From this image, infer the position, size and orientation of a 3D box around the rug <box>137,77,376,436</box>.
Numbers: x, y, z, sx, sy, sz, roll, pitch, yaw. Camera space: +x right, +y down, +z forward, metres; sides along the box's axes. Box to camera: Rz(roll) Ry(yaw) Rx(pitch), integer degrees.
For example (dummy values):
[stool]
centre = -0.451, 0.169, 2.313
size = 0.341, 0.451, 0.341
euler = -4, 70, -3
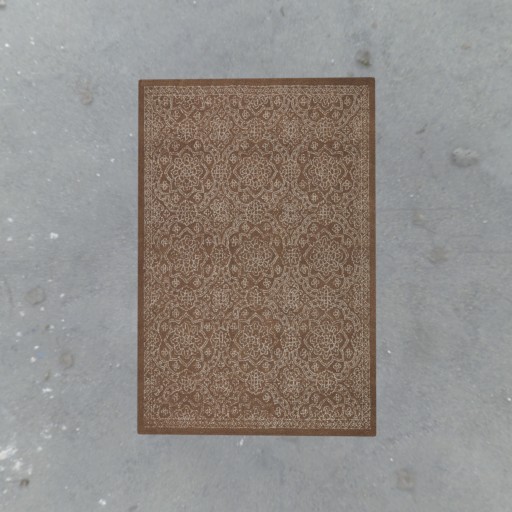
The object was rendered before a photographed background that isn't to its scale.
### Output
[rug]
centre = 0.000, 0.000, 2.270
size = 1.219, 0.010, 1.829
euler = 0, 89, 1
